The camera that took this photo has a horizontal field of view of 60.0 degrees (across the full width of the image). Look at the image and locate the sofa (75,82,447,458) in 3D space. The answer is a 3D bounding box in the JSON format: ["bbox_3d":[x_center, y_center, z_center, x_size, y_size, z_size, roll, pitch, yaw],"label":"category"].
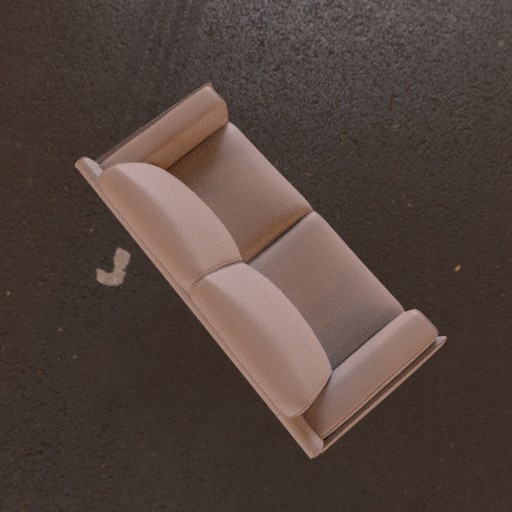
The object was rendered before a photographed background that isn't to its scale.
[{"bbox_3d":[0.000,0.000,2.614,1.049,0.930,2.101,-39,79,-9],"label":"sofa"}]
